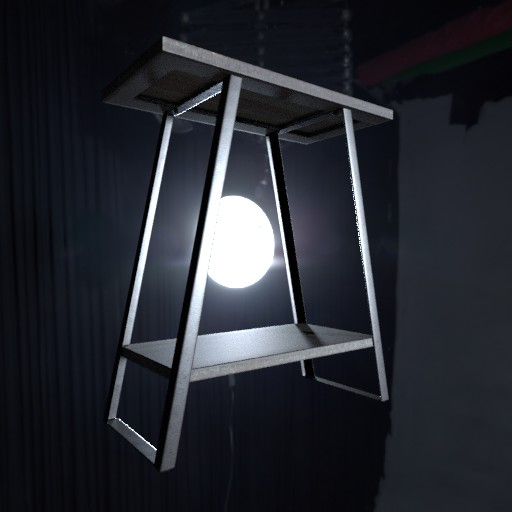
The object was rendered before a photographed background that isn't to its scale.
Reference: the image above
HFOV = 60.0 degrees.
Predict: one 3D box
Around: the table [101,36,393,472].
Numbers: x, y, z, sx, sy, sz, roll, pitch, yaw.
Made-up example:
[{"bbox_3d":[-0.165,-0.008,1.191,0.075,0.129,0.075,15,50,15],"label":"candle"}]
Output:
[{"bbox_3d":[0.000,0.000,1.004,0.599,0.701,0.300,0,0,-37],"label":"table"}]
